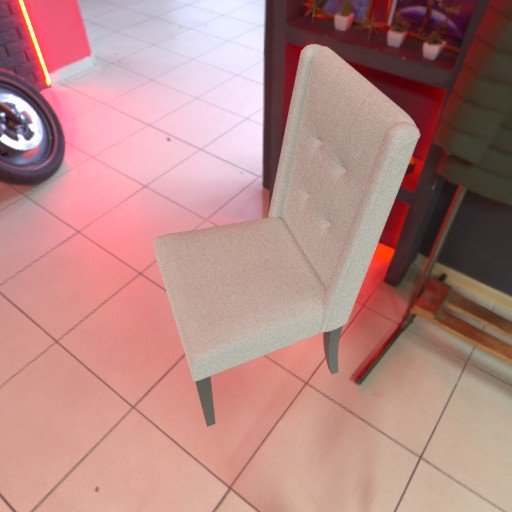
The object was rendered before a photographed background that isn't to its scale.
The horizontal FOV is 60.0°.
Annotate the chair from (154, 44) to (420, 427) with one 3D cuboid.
[{"bbox_3d":[0.000,0.000,1.258,0.523,0.961,0.474,-15,49,-14],"label":"chair"}]
